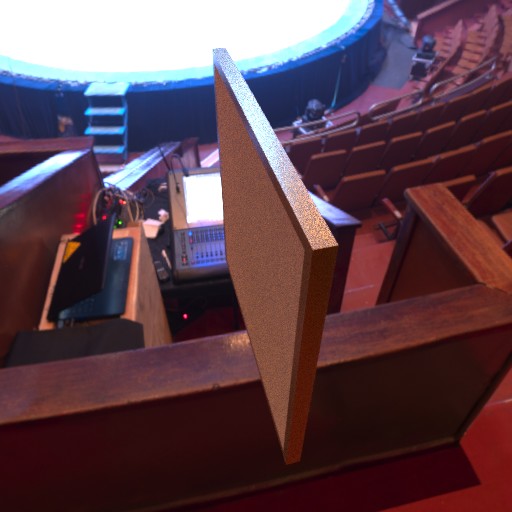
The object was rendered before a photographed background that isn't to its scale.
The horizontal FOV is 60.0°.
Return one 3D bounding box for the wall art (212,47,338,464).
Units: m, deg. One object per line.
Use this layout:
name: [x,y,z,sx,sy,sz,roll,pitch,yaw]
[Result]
wall art: [0.000,0.000,1.130,0.037,0.760,0.762,-10,46,-10]
